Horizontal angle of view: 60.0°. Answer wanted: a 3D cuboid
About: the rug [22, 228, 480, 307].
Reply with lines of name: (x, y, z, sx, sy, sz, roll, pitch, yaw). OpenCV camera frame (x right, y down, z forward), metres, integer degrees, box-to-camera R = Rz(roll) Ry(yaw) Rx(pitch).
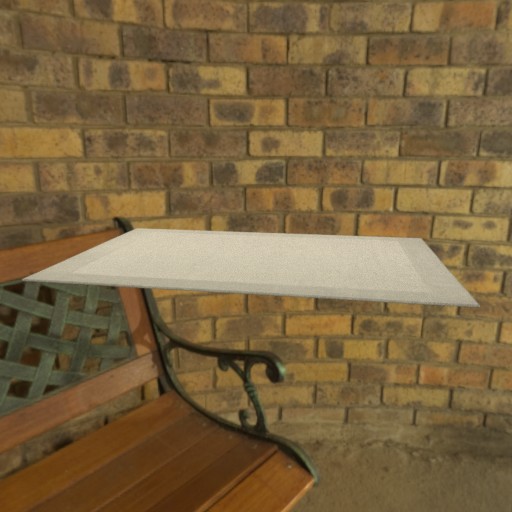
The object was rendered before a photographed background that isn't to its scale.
rug: (0.000, 0.000, 3.041, 2.438, 0.014, 1.524, 3, 15, 9)
